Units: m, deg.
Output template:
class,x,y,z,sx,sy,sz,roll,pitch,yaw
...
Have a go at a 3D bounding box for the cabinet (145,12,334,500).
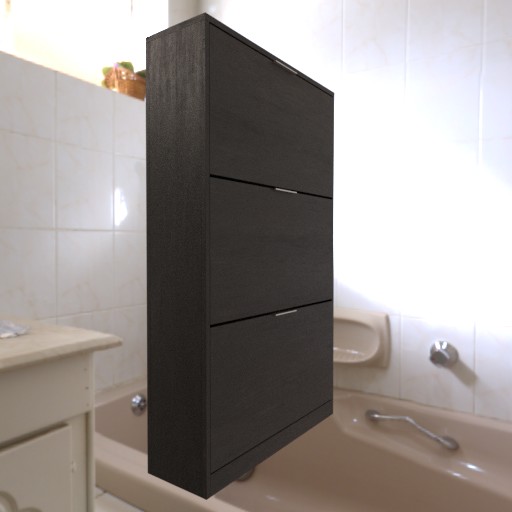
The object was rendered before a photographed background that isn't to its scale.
class,x,y,z,sx,sy,sz,roll,pitch,yaw
cabinet,0.000,0.000,1.531,0.250,1.280,0.750,1,2,36
